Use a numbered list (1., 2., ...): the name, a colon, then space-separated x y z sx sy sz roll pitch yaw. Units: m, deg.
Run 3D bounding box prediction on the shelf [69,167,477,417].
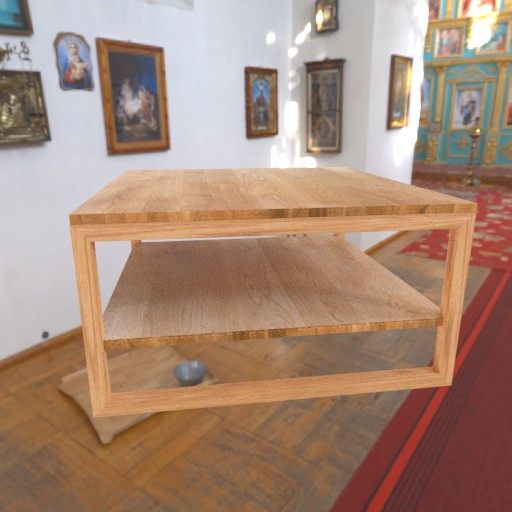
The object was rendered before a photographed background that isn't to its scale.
1. shelf: 0.000 0.000 1.451 0.899 0.480 0.899 -2 17 -8
